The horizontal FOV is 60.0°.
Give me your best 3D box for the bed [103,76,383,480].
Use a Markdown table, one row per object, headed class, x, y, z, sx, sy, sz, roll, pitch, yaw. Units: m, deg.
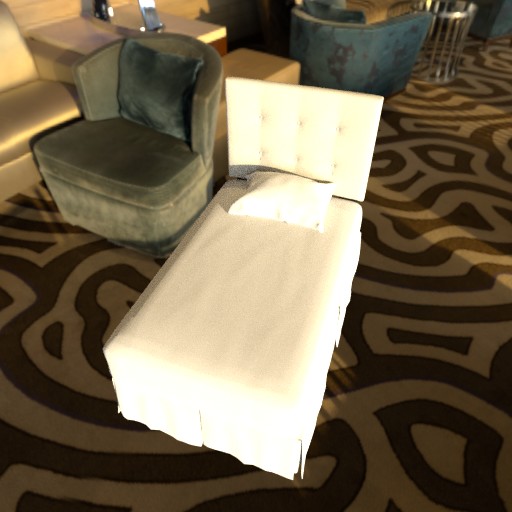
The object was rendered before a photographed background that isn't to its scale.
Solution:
| class | x | y | z | sx | sy | sz | roll | pitch | yaw |
| --- | --- | --- | --- | --- | --- | --- | --- | --- | --- |
| bed | 0.000 | 0.000 | 2.939 | 1.261 | 1.571 | 1.997 | 13 | 43 | 14 |
